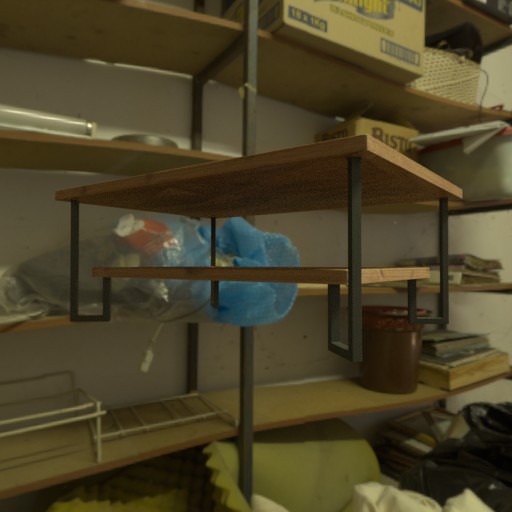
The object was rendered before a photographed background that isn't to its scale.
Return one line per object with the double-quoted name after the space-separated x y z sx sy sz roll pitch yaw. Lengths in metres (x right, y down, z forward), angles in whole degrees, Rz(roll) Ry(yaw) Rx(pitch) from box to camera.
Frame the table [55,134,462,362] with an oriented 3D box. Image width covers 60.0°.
0.000 0.000 1.644 1.238 0.492 0.877 -1 -1 37 "table"
